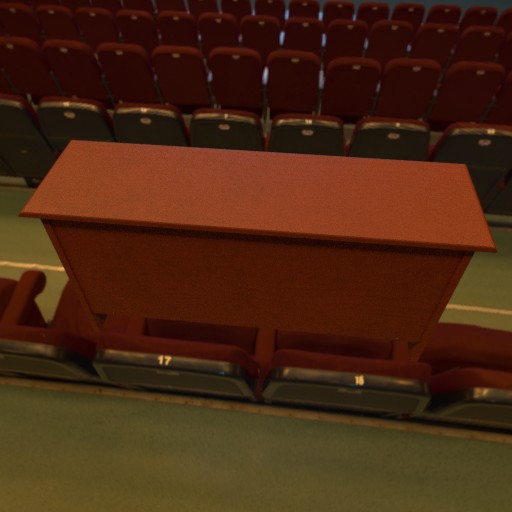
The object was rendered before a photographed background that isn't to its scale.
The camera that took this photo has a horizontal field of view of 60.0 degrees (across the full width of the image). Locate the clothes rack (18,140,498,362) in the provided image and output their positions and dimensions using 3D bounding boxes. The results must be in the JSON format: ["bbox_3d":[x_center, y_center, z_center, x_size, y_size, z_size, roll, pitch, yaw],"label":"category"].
[{"bbox_3d":[0.000,0.000,1.478,1.251,0.594,0.362,5,47,4],"label":"clothes rack"}]
